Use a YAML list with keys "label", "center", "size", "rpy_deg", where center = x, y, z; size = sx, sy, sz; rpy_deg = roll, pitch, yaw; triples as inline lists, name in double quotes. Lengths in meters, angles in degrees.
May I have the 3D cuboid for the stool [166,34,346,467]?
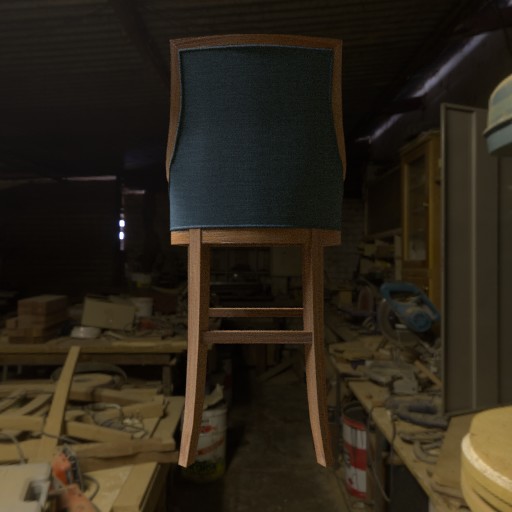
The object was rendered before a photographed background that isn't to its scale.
- label: "stool"
  center: [0.000, 0.000, 1.403]
  size: [0.524, 1.101, 0.626]
  rpy_deg: [0, 0, 0]
